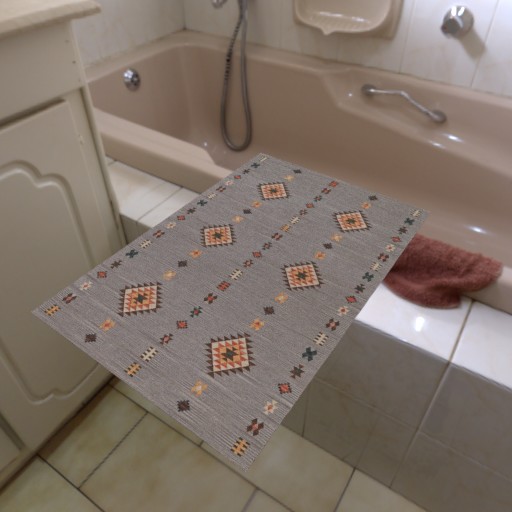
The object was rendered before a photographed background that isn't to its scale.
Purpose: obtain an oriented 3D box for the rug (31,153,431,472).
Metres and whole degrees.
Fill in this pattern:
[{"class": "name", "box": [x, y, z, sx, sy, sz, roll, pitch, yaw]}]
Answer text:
[{"class": "rug", "box": [0.000, 0.000, 2.303, 1.217, 0.005, 1.818, 25, 47, 26]}]
